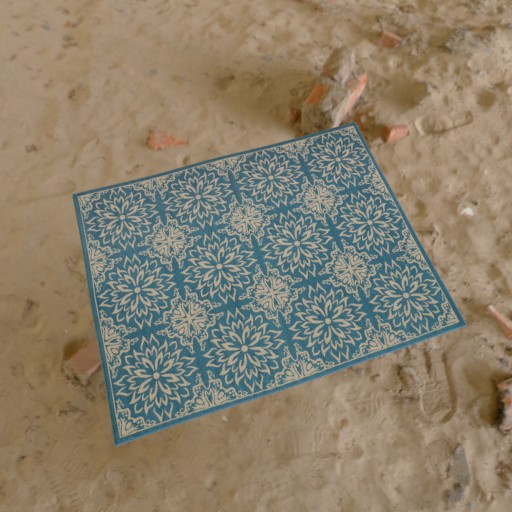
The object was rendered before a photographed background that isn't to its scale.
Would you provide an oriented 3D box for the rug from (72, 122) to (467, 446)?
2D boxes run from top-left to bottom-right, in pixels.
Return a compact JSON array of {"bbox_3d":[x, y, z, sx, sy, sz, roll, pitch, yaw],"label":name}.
[{"bbox_3d":[0.000,0.000,3.976,2.964,0.018,2.350,-16,65,-8],"label":"rug"}]
